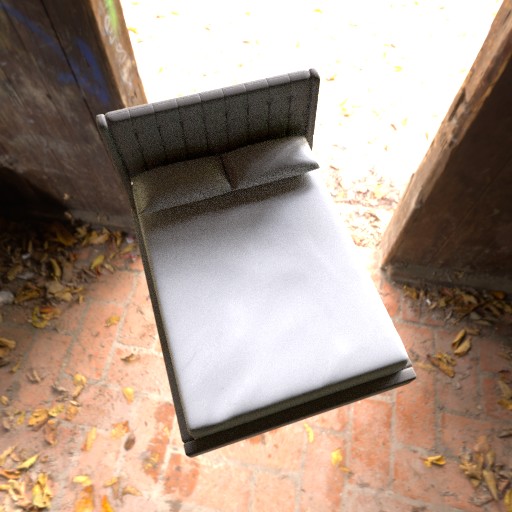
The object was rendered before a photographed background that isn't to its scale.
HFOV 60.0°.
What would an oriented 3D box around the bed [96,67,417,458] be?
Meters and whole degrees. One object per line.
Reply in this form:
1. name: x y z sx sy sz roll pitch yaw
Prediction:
1. bed: 0.000 0.000 3.211 1.656 1.147 2.232 -16 63 -8
